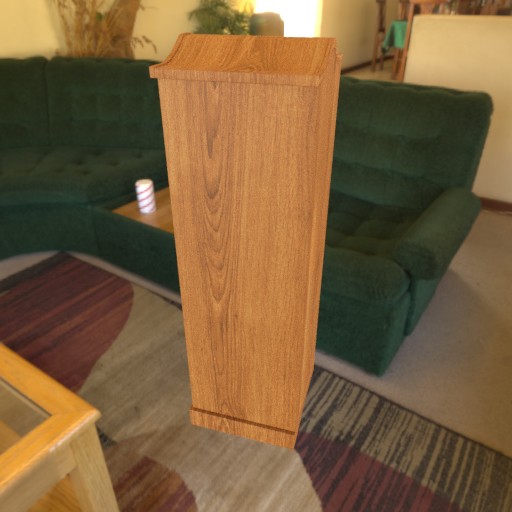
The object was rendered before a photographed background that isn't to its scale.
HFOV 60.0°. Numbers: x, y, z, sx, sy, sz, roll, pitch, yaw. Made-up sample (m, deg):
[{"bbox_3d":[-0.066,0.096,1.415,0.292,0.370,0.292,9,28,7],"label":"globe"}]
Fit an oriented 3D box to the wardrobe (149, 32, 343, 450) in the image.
[{"bbox_3d":[0.000,0.000,2.087,0.570,1.870,0.590,9,32,14],"label":"wardrobe"}]
